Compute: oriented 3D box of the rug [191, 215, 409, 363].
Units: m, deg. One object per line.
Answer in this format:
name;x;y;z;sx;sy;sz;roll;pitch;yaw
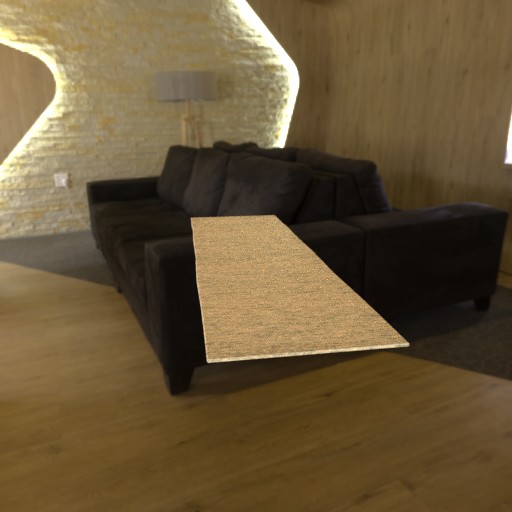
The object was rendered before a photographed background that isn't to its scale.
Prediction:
rug;0.000;0.000;2.542;0.700;0.014;2.290;-3;17;-9
